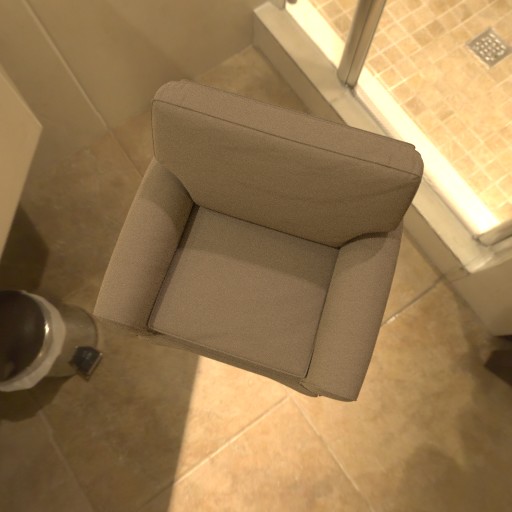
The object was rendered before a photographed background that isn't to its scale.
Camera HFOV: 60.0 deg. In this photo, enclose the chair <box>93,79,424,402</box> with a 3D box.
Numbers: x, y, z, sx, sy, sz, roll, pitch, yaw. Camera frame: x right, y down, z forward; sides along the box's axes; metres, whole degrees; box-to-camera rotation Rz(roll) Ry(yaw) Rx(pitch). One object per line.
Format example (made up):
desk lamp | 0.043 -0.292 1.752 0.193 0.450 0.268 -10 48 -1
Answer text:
chair | 0.000 0.000 1.884 1.135 1.017 0.988 17 77 4
